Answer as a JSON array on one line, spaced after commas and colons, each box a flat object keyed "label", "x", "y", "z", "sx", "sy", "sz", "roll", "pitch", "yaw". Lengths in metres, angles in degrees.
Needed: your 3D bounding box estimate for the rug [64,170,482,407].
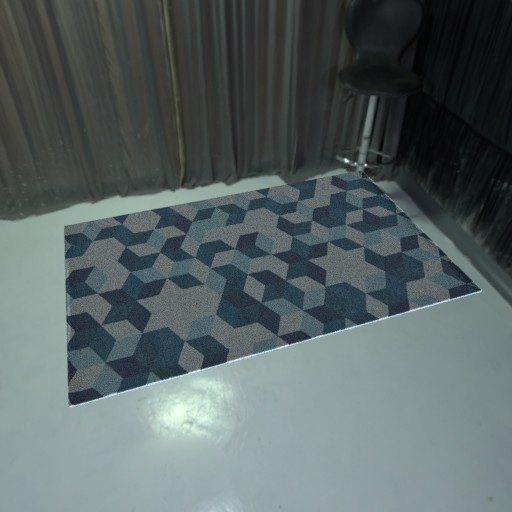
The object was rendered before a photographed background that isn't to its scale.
[{"label": "rug", "x": 0.000, "y": 0.000, "z": 2.983, "sx": 2.438, "sy": 0.015, "sz": 1.518, "roll": -13, "pitch": 43, "yaw": -14}]
